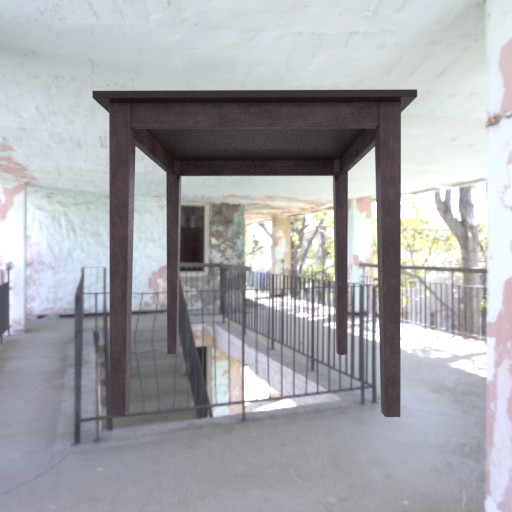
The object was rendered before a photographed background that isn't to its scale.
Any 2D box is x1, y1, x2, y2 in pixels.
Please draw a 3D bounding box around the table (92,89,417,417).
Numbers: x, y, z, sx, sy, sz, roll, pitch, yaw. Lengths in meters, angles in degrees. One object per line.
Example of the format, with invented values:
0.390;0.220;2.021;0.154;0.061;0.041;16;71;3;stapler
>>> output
0.000;0.000;1.398;0.749;0.770;0.749;0;0;1;table
